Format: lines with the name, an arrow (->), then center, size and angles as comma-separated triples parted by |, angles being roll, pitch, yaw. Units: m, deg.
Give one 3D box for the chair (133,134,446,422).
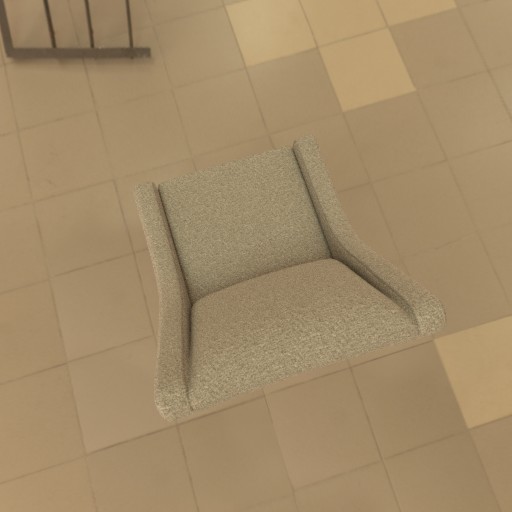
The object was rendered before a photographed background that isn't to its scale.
chair -> 0.000, 0.000, 1.646 | 0.774, 1.016, 0.870 | -17, 77, -4
